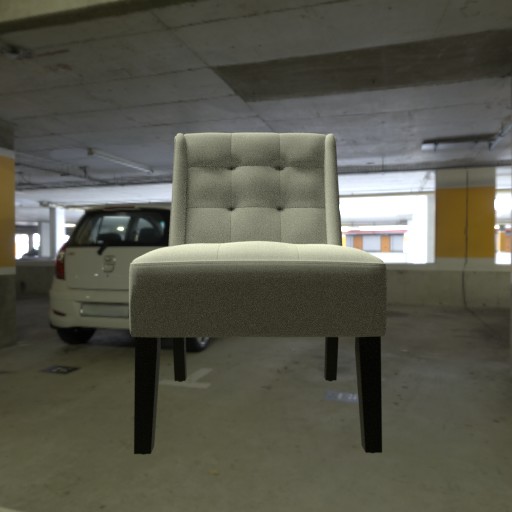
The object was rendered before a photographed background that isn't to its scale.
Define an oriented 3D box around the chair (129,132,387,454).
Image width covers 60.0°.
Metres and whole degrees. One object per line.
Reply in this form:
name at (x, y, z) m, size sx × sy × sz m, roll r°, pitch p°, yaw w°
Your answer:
chair at (0.000, 0.000, 1.276) m, size 0.569 × 0.853 × 0.676 m, roll 0°, pitch 1°, yaw -1°
